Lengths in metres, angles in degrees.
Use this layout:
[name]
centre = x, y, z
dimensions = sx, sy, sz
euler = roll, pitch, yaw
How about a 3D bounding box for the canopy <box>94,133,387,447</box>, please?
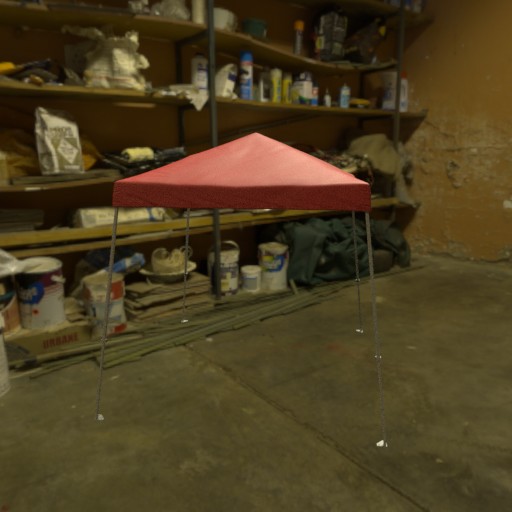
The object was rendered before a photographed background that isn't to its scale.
[canopy]
centre = 0.000, 0.000, 5.309
dimensions = 2.848, 2.849, 2.849
euler = 2, 12, 9
